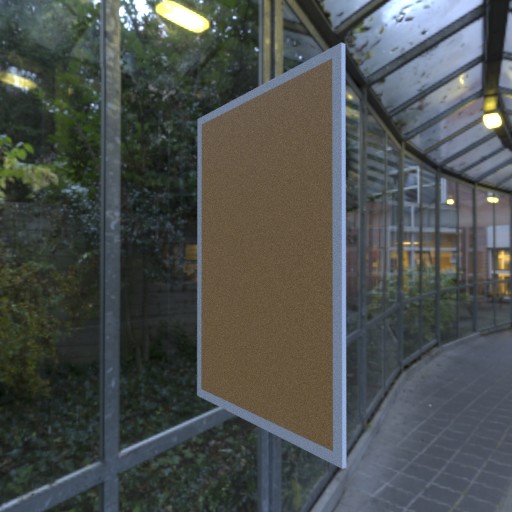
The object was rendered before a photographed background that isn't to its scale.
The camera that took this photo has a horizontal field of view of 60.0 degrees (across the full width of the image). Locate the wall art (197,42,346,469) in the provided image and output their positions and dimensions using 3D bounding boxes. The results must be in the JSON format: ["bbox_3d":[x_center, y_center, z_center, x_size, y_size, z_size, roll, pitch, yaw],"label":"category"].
[{"bbox_3d":[0.000,0.000,1.246,0.013,0.940,0.659,0,-1,-36],"label":"wall art"}]
